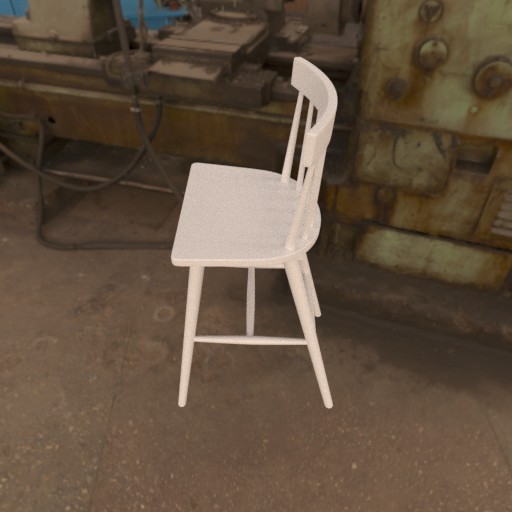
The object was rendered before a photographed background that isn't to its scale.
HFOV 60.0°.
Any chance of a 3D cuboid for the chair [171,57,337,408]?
[{"bbox_3d":[0.000,0.000,1.441,0.572,1.092,0.483,0,42,0],"label":"chair"}]
